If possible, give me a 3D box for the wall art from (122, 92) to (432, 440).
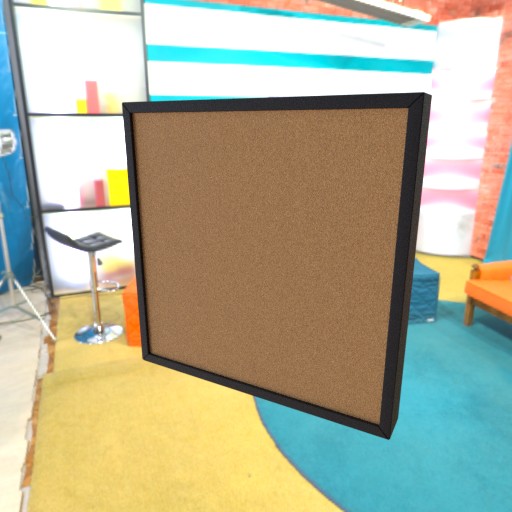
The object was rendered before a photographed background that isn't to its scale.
[{"bbox_3d":[0.000,0.000,0.455,0.305,0.305,0.037,9,19,28],"label":"wall art"}]
